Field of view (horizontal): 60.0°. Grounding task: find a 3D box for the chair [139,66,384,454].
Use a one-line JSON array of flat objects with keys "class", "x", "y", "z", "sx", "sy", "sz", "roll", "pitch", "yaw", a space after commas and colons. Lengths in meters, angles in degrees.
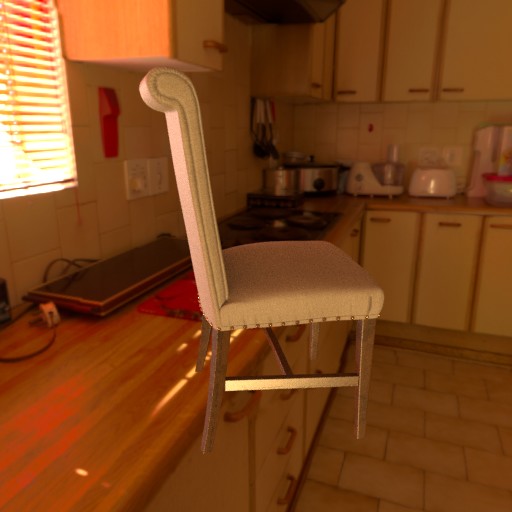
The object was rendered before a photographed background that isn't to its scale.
[{"class": "chair", "x": 0.000, "y": 0.000, "z": 1.327, "sx": 0.608, "sy": 0.988, "sz": 0.513, "roll": -3, "pitch": 16, "yaw": -10}]
